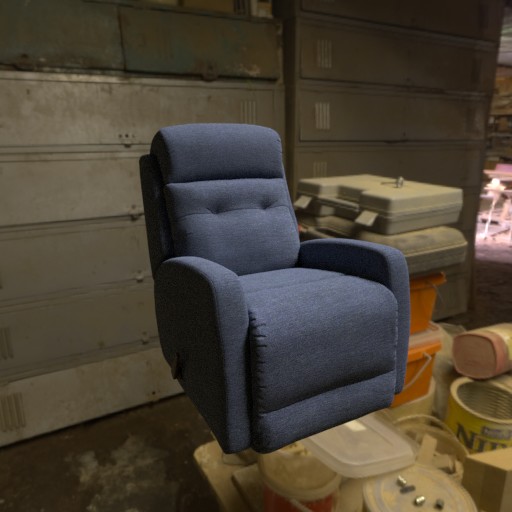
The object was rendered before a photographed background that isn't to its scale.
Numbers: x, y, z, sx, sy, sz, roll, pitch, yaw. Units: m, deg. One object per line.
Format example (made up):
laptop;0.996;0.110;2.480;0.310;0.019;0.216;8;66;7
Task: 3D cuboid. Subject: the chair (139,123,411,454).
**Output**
chair;0.000;0.000;1.744;0.798;1.013;1.043;-8;17;-27
